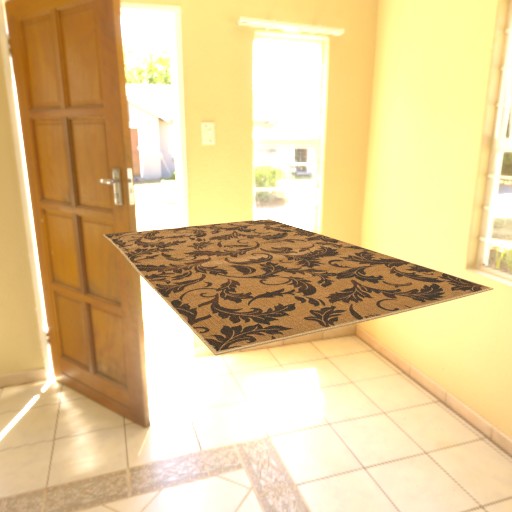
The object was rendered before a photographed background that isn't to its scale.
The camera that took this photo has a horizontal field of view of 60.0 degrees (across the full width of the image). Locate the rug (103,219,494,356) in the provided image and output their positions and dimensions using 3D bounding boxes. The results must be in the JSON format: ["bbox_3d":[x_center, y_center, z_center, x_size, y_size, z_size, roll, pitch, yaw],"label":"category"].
[{"bbox_3d":[0.000,0.000,2.855,1.522,0.008,2.284,-8,17,-27],"label":"rug"}]
